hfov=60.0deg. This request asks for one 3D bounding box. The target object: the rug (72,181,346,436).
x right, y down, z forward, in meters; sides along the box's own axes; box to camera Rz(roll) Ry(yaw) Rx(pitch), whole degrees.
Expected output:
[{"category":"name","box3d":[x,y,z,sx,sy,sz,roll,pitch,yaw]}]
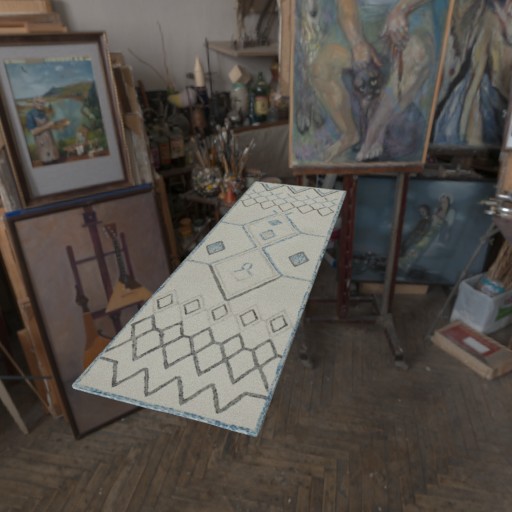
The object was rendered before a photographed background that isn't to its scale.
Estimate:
[{"category":"rug","box3d":[0.000,0.000,2.658,0.770,0.013,2.434,9,31,15]}]
